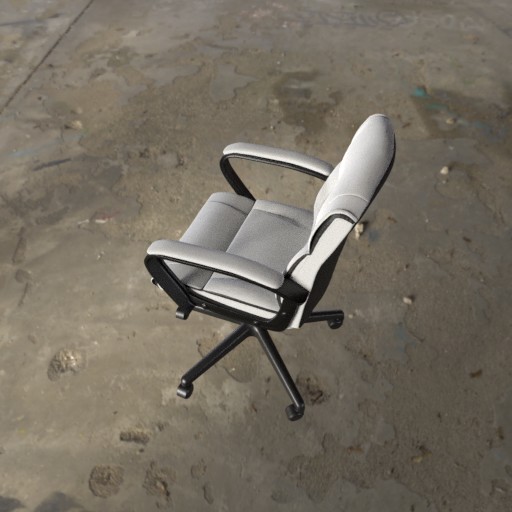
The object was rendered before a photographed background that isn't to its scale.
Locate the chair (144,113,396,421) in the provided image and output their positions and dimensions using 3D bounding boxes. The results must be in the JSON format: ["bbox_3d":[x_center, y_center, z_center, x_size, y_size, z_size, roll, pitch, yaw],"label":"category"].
[{"bbox_3d":[0.000,0.000,1.510,0.717,1.004,0.739,17,50,15],"label":"chair"}]
